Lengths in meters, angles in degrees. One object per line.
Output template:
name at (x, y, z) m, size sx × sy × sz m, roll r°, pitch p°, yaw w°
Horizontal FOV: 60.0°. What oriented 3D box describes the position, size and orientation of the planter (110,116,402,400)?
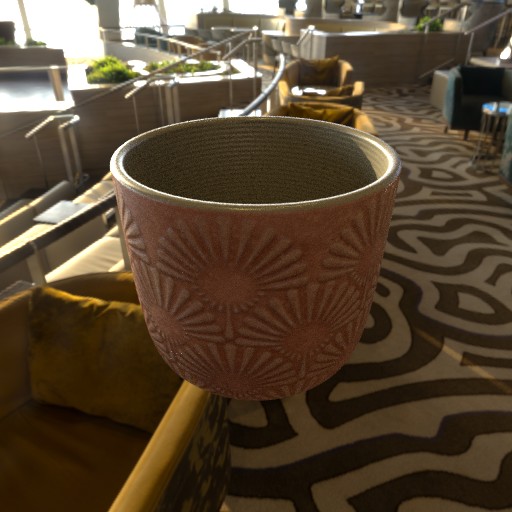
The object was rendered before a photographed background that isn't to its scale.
planter at (0.000, 0.000, 0.222) m, size 0.124 × 0.109 × 0.124 m, roll 0°, pitch 31°, yaw 0°
